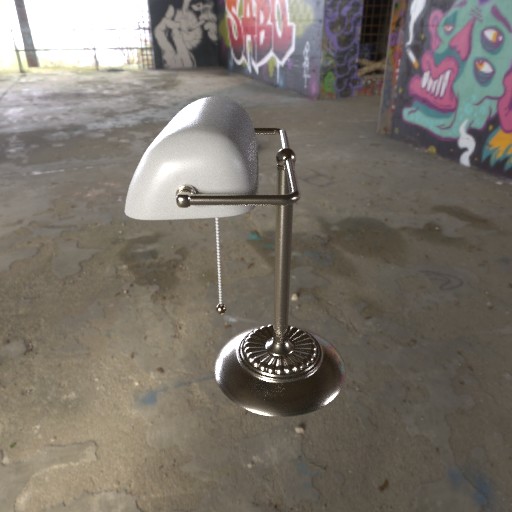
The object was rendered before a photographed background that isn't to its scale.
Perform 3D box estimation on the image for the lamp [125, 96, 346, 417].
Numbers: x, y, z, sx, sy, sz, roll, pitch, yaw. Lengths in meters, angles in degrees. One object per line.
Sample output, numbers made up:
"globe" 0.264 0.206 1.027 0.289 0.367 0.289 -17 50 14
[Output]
"lamp" 0.000 0.000 0.526 0.243 0.339 0.264 0 28 0
